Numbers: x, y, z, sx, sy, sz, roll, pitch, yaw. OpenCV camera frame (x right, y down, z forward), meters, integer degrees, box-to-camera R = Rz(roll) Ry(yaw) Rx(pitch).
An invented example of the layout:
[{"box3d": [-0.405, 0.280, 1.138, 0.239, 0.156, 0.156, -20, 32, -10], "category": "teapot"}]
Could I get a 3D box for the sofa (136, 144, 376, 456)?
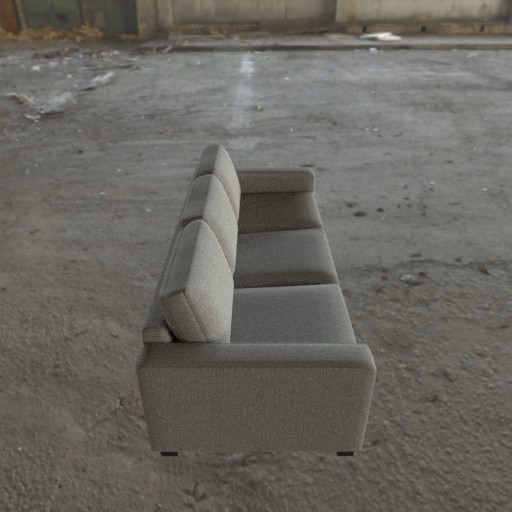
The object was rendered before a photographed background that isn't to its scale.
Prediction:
[{"box3d": [0.000, 0.000, 2.586, 0.900, 0.800, 2.120, 0, 31, 0], "category": "sofa"}]
